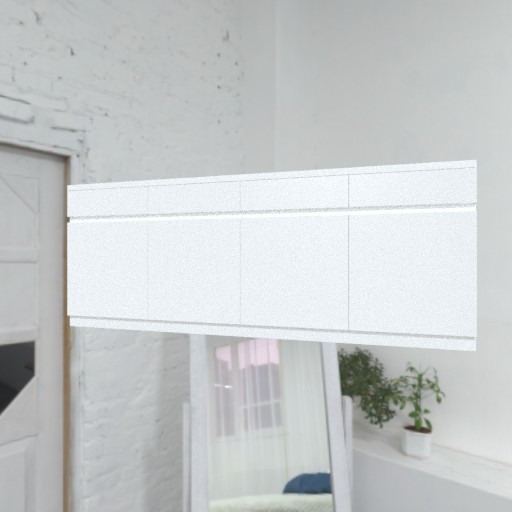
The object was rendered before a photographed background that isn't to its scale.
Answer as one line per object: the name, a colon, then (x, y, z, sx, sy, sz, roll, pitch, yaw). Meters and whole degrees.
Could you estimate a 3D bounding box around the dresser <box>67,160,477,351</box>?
dresser: (0.000, 0.000, 2.521, 2.200, 0.840, 0.500, 0, 0, 19)
